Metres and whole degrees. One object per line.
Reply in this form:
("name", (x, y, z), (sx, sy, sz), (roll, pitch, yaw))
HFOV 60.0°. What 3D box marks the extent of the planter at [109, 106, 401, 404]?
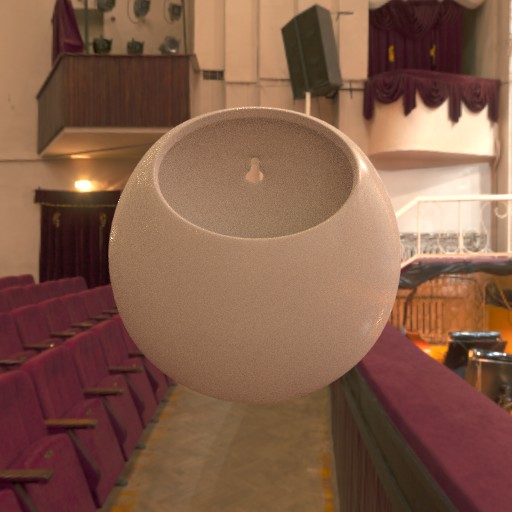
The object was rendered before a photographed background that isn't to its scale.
("planter", (0.000, 0.000, 0.281), (0.185, 0.188, 0.043), (0, 1, -1))
